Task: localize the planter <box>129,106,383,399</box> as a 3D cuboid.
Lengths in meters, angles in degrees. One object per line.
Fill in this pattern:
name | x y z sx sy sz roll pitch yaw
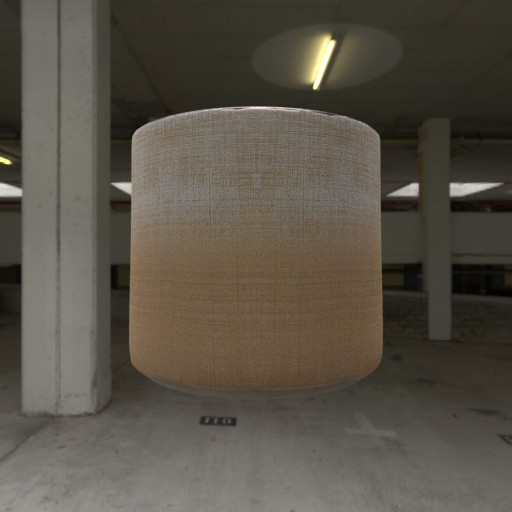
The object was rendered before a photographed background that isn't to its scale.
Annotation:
planter | 0.000 0.000 0.402 0.221 0.201 0.221 0 0 0
